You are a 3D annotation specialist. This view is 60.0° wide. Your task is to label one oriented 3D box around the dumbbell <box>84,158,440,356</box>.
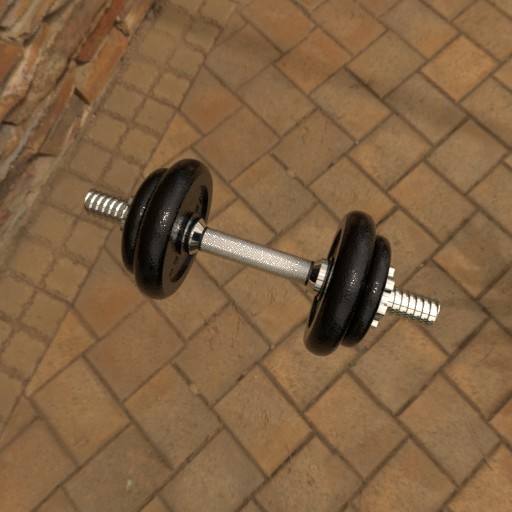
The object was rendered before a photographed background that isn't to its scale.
[{"bbox_3d":[0.000,0.000,0.609,0.497,0.202,0.202,18,76,5],"label":"dumbbell"}]
